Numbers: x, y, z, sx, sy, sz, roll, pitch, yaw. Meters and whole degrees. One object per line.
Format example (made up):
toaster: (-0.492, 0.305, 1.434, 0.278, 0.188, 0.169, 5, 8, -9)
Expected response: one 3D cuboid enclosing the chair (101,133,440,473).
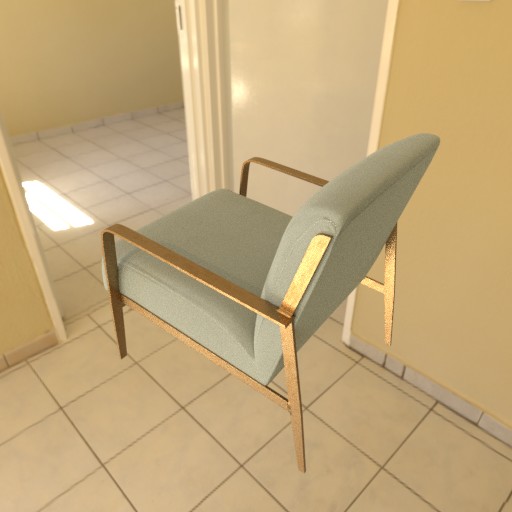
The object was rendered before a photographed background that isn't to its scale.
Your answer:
chair: (0.000, 0.000, 1.438, 0.842, 0.824, 0.701, 22, 39, 30)
